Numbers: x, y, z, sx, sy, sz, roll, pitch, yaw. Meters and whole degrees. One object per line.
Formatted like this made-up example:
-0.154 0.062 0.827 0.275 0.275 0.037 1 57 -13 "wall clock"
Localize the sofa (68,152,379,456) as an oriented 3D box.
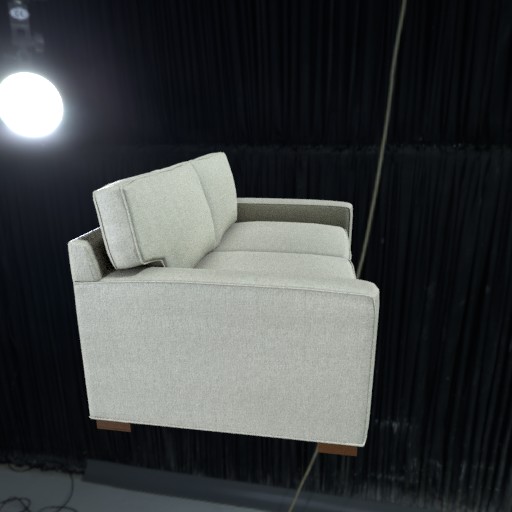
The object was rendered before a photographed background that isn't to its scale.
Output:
0.000 0.000 2.040 0.940 0.853 1.484 3 17 8 "sofa"
